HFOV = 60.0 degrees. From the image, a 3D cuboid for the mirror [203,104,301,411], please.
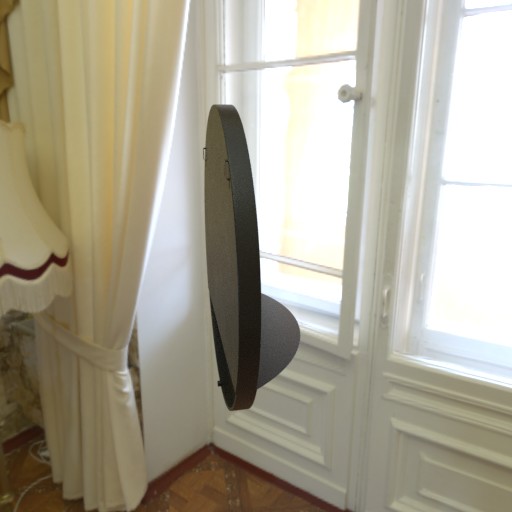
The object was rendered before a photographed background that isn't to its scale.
[{"bbox_3d":[0.000,0.000,0.708,0.133,0.457,0.457,-3,16,-10],"label":"mirror"}]
